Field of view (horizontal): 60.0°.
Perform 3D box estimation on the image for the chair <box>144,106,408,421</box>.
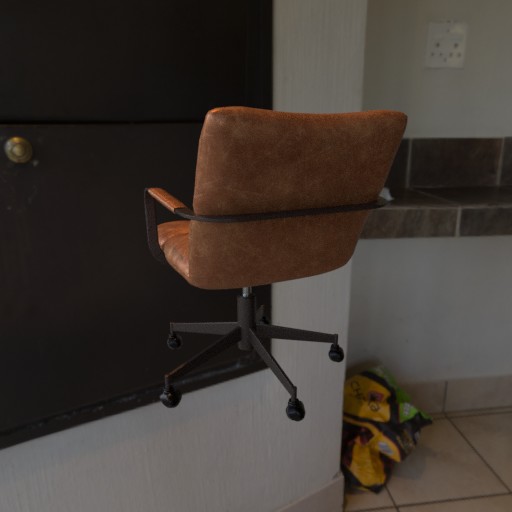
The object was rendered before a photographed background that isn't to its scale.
[{"bbox_3d":[0.000,0.000,1.496,0.727,0.922,0.754,-8,18,-25],"label":"chair"}]
